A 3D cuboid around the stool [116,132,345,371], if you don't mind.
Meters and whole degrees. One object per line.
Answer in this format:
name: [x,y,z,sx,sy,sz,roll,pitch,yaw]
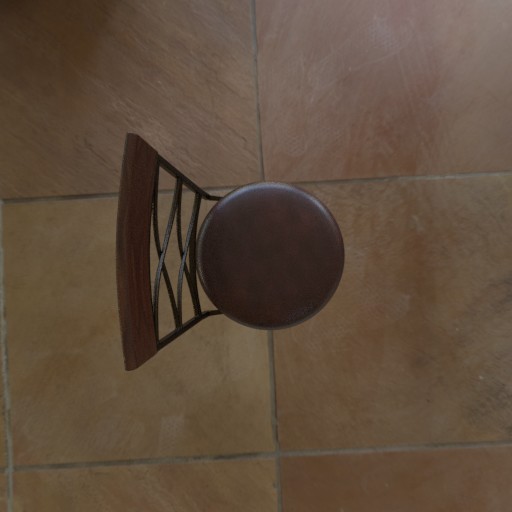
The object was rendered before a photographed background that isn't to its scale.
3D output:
stool: [0.000,0.000,1.389,0.513,1.130,0.448,0,89,1]
